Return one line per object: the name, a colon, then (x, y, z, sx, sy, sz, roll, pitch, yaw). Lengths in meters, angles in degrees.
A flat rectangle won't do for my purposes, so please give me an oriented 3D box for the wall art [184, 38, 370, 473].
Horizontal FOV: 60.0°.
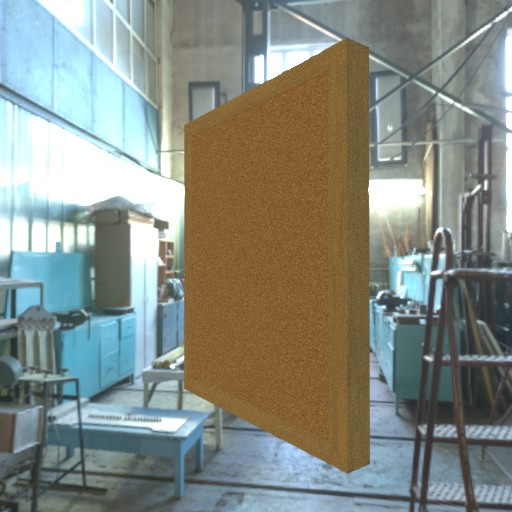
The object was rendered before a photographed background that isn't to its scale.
wall art: (0.000, 0.000, 0.521, 0.030, 0.380, 0.312, 0, -1, -36)
